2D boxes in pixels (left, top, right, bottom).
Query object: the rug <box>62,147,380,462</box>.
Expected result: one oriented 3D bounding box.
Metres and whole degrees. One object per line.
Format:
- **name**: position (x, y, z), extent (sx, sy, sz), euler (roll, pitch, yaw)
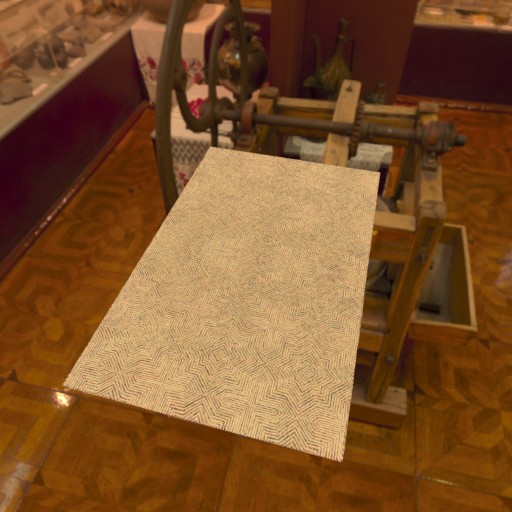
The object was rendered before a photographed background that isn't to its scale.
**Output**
- **rug**: position (0.000, 0.000, 3.068), extent (1.519, 0.007, 2.428), euler (11, 47, 10)
